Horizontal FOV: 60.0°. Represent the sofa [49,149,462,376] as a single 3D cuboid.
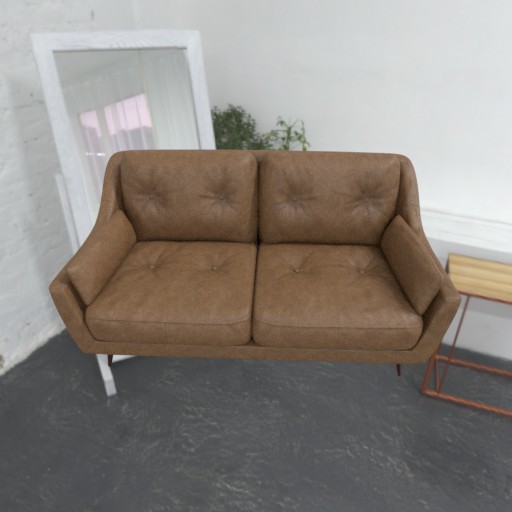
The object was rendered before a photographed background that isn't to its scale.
[{"bbox_3d":[0.000,0.000,2.275,1.731,0.886,0.981,1,30,2],"label":"sofa"}]
